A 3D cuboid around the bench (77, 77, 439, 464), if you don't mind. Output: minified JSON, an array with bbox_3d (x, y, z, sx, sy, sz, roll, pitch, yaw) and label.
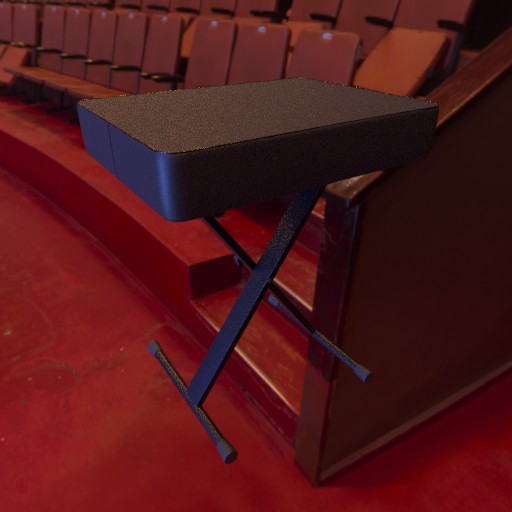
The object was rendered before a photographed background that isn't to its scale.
[{"bbox_3d":[0.000,0.000,0.751,0.424,0.500,0.321,-18,35,-29],"label":"bench"}]
